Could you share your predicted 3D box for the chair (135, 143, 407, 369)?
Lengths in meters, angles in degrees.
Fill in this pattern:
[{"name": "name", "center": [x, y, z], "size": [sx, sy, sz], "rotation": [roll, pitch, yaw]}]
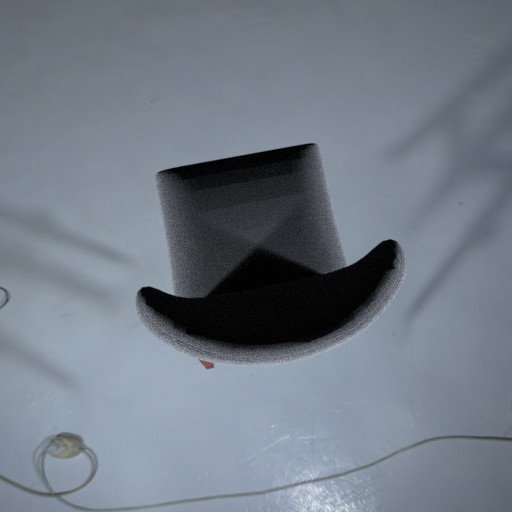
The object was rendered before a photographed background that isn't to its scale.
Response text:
[{"name": "chair", "center": [0.000, 0.000, 1.179], "size": [0.491, 0.839, 0.589], "rotation": [-11, 75, -3]}]
